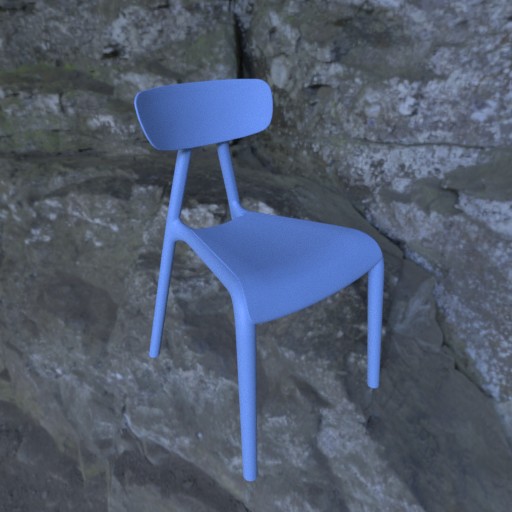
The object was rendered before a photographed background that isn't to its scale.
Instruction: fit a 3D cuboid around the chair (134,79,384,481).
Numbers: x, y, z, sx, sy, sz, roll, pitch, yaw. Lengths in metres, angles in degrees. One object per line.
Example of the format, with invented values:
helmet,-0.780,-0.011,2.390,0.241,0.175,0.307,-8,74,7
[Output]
chair,0.000,0.000,0.836,0.356,0.580,0.401,-21,35,-34
